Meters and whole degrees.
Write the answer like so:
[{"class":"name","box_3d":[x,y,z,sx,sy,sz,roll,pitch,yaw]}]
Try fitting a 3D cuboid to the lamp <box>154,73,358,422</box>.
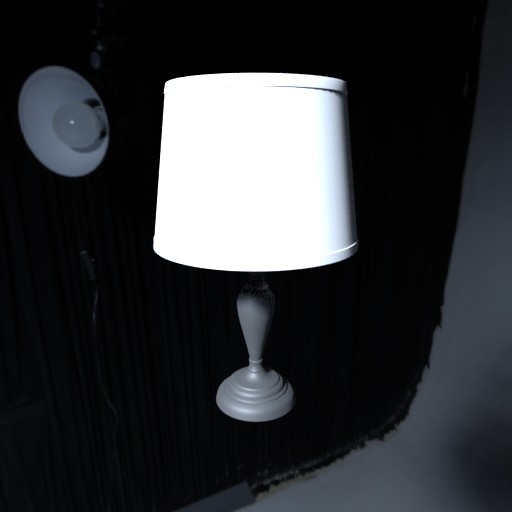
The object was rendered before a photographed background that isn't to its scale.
[{"class":"lamp","box_3d":[0.000,0.000,0.694,0.310,0.501,0.310,0,15,0]}]
